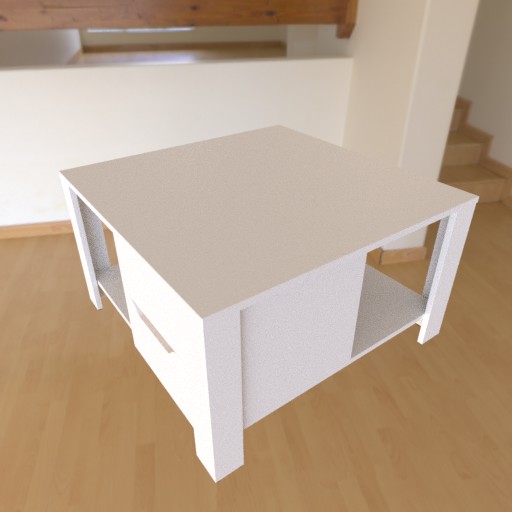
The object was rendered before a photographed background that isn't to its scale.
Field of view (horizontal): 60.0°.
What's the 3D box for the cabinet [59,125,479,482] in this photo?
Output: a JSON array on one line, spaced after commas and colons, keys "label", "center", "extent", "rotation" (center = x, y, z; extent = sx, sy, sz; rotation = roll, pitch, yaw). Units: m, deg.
[{"label": "cabinet", "center": [0.000, 0.000, 1.303], "extent": [0.800, 0.460, 0.800], "rotation": [-21, 38, -30]}]
